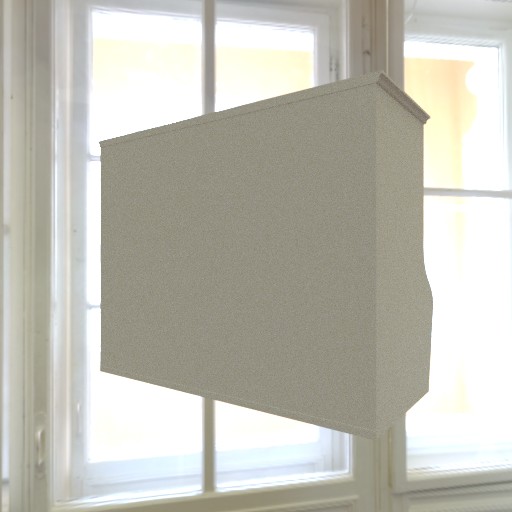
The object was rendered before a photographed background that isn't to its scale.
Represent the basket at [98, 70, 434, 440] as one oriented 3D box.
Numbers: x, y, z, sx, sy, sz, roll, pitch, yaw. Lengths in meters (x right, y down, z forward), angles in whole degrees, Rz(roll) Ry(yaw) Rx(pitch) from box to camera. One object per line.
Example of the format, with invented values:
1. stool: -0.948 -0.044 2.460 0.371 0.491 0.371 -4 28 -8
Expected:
1. basket: 0.000 0.000 1.128 0.792 0.625 0.376 0 0 36
